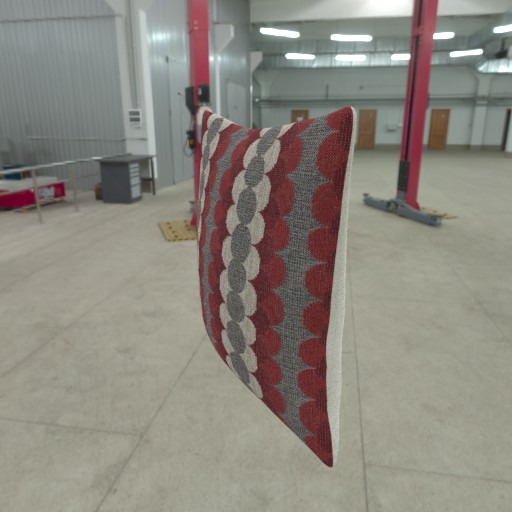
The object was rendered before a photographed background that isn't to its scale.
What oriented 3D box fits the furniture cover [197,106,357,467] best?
[{"bbox_3d":[0.000,0.000,0.660,0.145,0.420,0.435,-8,19,-24],"label":"furniture cover"}]
